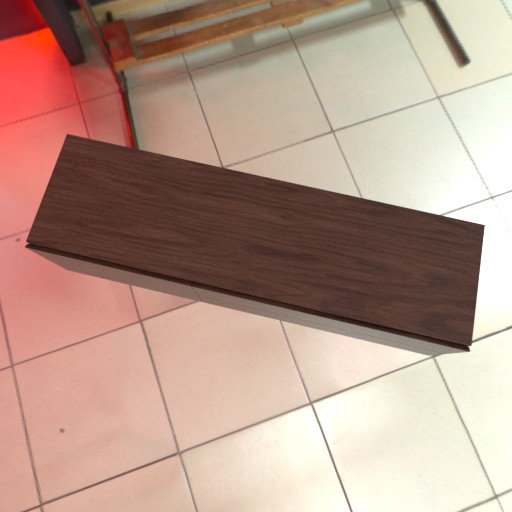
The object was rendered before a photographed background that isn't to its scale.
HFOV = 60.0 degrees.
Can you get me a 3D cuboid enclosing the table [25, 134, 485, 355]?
[{"bbox_3d":[0.000,0.000,1.640,1.397,0.508,0.405,13,76,3],"label":"table"}]
